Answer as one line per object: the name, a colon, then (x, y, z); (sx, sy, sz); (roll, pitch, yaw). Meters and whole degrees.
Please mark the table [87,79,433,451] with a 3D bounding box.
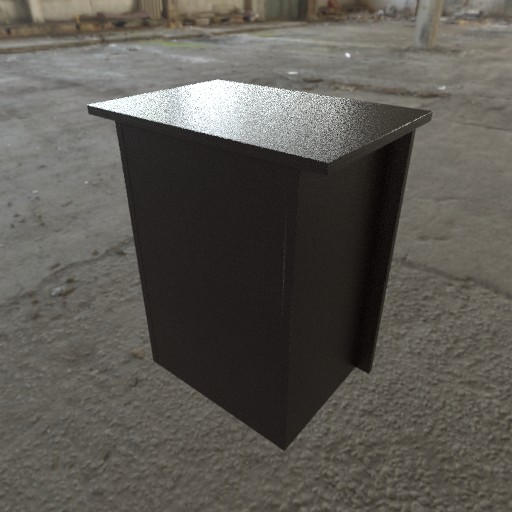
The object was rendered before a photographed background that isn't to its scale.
table: (0.000, 0.000, 1.095); (0.589, 0.711, 0.408); (22, 37, 33)
